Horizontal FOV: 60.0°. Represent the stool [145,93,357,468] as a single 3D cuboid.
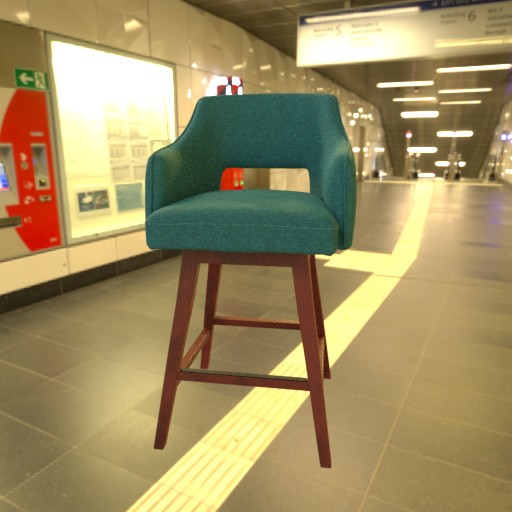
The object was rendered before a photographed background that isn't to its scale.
[{"bbox_3d":[0.000,0.000,1.304,0.548,0.961,0.556,2,14,9],"label":"stool"}]
